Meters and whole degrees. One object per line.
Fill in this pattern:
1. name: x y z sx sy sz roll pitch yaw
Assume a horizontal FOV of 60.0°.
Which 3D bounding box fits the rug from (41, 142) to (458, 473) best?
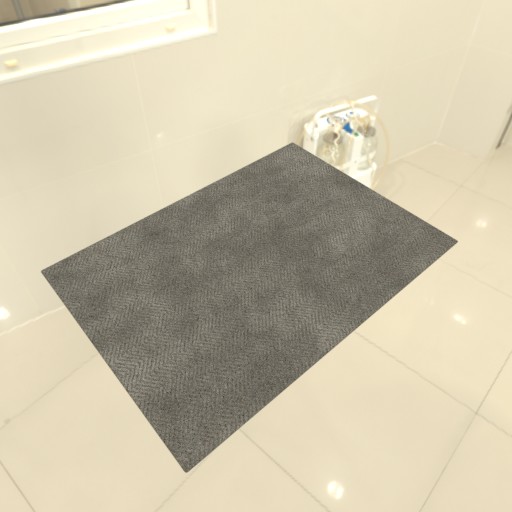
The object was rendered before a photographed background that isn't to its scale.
1. rug: 0.000 0.000 2.904 2.235 0.008 1.600 -33 55 -27
